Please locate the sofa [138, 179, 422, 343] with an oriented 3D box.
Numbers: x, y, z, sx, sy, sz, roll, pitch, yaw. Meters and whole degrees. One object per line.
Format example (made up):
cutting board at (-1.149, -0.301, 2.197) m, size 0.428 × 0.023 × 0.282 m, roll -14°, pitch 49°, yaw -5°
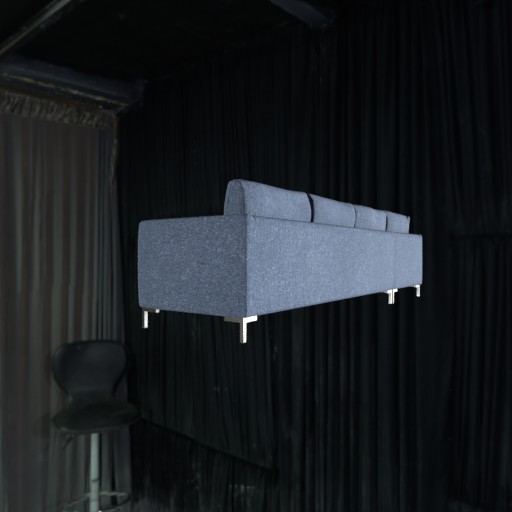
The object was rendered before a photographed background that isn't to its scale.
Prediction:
sofa at (0.000, 0.000, 3.847) m, size 2.007 × 0.815 × 2.949 m, roll 0°, pitch 0°, yaw 36°
